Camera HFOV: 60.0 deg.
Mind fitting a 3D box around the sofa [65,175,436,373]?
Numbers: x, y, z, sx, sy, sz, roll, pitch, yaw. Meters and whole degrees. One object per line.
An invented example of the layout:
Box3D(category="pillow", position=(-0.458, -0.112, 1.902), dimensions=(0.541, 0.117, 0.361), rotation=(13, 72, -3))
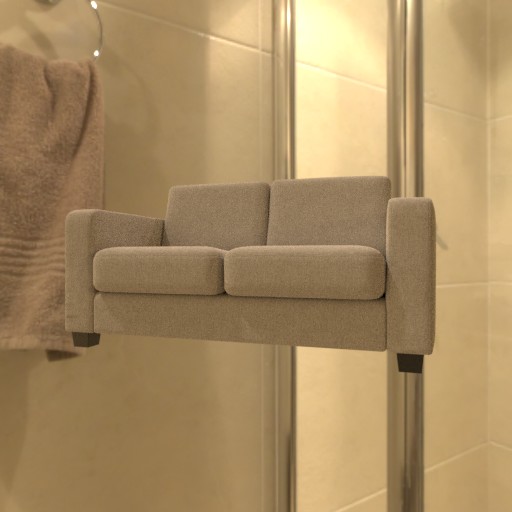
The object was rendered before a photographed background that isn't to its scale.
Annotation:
Box3D(category="sofa", position=(0.000, 0.000, 2.100), dimensions=(1.540, 0.800, 0.900), rotation=(0, 0, 18))
